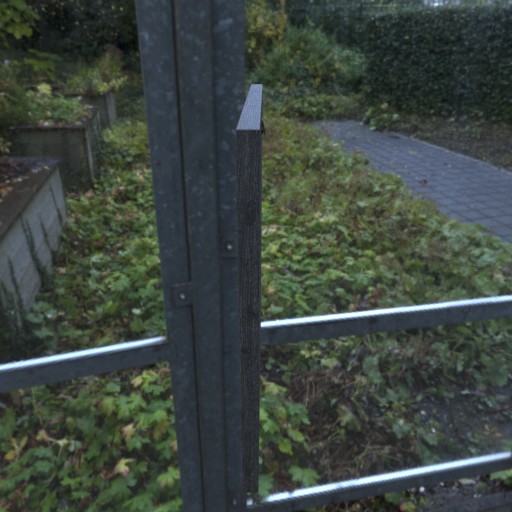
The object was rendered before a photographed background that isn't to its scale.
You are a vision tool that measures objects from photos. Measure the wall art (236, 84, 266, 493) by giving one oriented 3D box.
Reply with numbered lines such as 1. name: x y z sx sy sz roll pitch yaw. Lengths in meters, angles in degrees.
1. wall art: 0.000 0.000 0.683 0.027 0.459 0.462 0 26 1
